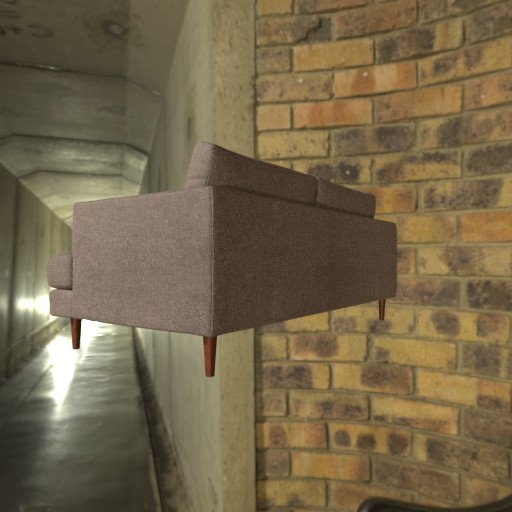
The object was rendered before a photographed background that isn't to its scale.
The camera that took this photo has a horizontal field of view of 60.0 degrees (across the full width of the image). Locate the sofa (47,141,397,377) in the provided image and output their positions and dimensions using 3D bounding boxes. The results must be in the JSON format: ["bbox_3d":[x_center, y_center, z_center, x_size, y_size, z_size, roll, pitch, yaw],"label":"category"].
[{"bbox_3d":[0.000,0.000,2.549,1.020,0.868,1.948,0,0,35],"label":"sofa"}]
